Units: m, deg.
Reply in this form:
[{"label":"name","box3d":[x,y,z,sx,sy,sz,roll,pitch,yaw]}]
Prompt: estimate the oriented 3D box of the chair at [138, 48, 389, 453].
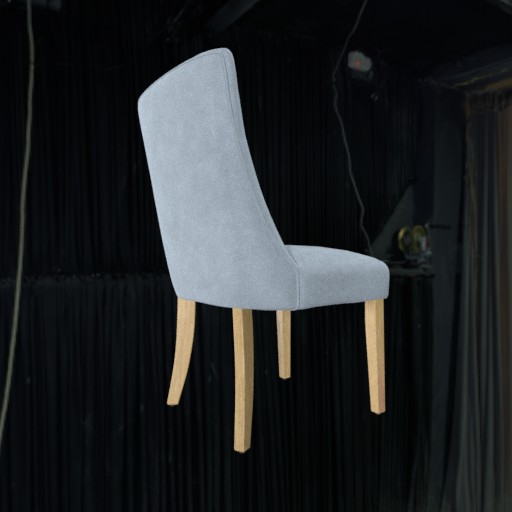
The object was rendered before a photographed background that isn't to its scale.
[{"label":"chair","box3d":[0.000,0.000,1.274,0.610,0.902,0.495,0,1,-35]}]
